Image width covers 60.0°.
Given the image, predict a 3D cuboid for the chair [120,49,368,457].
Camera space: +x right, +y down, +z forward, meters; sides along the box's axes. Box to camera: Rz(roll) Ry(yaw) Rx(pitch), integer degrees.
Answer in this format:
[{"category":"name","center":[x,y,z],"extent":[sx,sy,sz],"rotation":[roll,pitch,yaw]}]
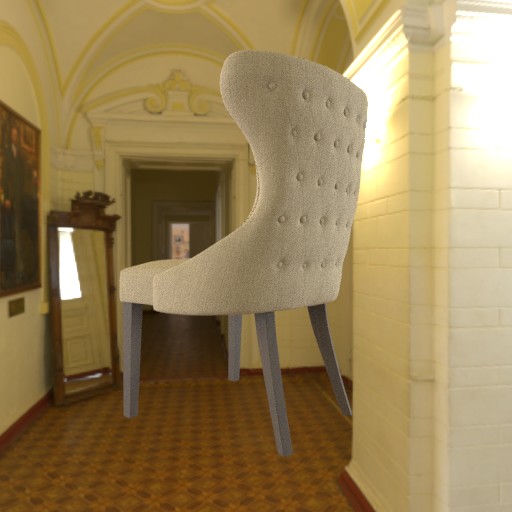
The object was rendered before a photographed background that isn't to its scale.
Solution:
[{"category":"chair","center":[0.000,0.000,1.355],"extent":[0.635,0.967,0.628],"rotation":[0,0,37]}]
